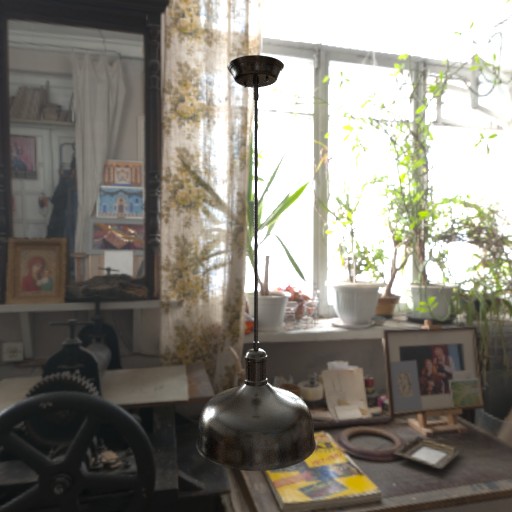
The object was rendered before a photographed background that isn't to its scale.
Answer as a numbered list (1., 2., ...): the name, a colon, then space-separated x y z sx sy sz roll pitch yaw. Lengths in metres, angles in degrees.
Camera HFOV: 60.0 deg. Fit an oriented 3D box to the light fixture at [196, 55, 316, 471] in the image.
1. light fixture: 0.000 0.000 1.109 0.299 0.935 0.299 1 1 37
